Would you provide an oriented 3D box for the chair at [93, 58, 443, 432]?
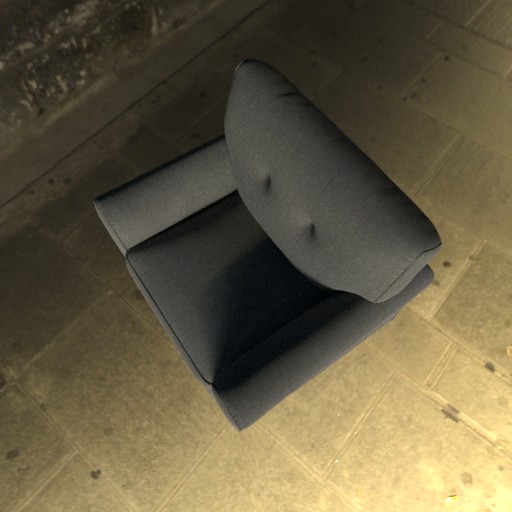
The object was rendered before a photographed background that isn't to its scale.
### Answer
[{"bbox_3d":[0.000,0.000,1.606,0.816,0.890,0.941,-32,68,-15],"label":"chair"}]
